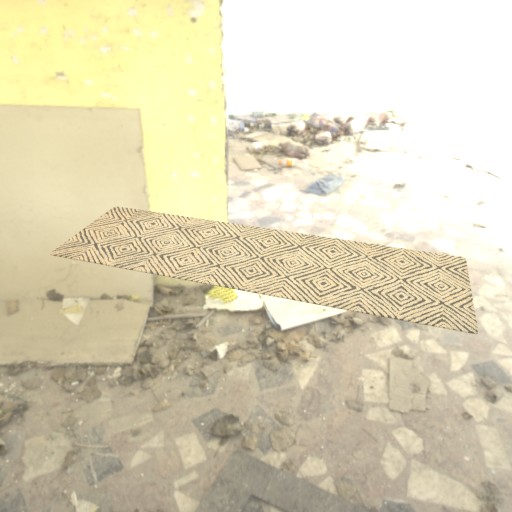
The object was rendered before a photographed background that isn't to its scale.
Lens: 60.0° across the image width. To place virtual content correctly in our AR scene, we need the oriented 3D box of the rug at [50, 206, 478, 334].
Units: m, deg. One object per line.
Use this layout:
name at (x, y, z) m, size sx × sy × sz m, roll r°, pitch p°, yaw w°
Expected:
rug at (0.000, 0.000, 2.529) m, size 2.277 × 0.008 × 0.676 m, roll 9°, pitch 33°, yaw 15°
